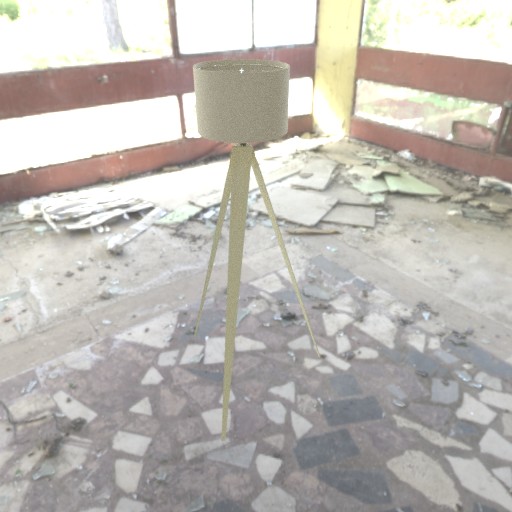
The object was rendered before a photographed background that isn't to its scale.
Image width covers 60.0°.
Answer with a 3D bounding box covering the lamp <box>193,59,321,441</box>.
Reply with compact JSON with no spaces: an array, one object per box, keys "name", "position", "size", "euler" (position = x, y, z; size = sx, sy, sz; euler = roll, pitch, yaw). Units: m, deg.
[{"name":"lamp","position":[0.000,0.000,1.930],"size":[0.724,1.524,0.716],"euler":[0,31,-1]}]
